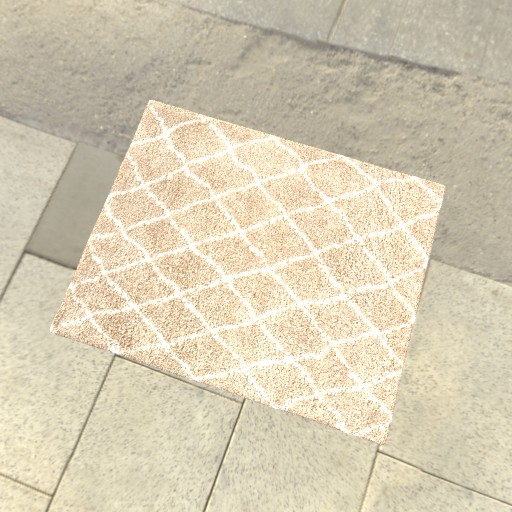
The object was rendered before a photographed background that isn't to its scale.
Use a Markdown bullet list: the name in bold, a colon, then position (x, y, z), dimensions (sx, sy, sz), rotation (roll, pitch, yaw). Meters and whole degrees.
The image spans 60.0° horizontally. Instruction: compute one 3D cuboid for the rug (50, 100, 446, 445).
- **rug**: position (0.000, 0.000, 4.077), dimensions (3.047, 0.029, 2.438), rotation (17, 76, 4)
